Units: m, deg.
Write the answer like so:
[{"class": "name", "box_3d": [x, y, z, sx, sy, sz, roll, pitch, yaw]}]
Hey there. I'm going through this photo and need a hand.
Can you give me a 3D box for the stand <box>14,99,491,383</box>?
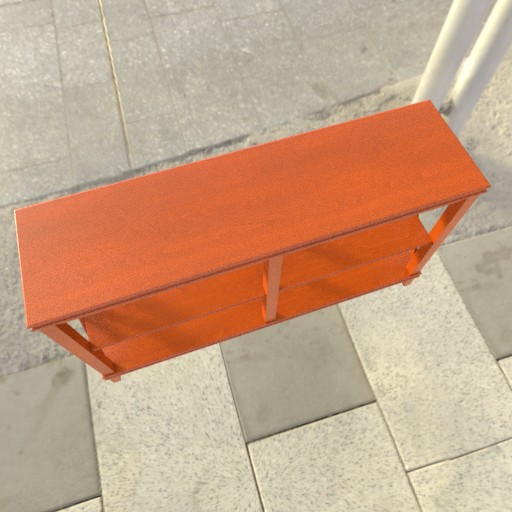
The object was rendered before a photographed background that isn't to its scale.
[{"class": "stand", "box_3d": [0.000, 0.000, 1.655, 1.372, 0.762, 0.381, -17, 64, -8]}]
